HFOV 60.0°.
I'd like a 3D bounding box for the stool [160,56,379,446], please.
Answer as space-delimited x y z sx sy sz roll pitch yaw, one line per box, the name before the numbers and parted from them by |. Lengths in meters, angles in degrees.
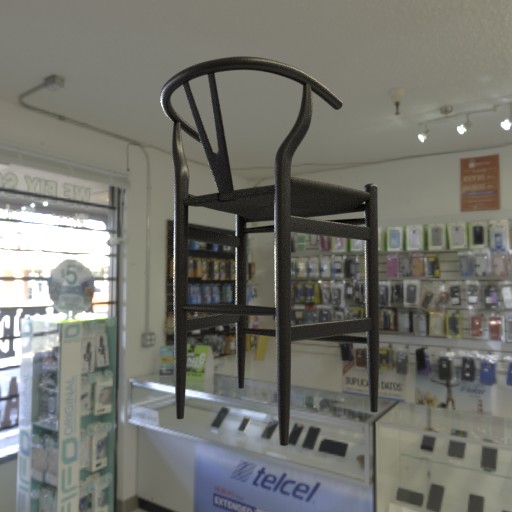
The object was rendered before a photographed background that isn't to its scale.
stool | 0.000 0.000 1.354 0.569 0.970 0.579 -2 -4 36
